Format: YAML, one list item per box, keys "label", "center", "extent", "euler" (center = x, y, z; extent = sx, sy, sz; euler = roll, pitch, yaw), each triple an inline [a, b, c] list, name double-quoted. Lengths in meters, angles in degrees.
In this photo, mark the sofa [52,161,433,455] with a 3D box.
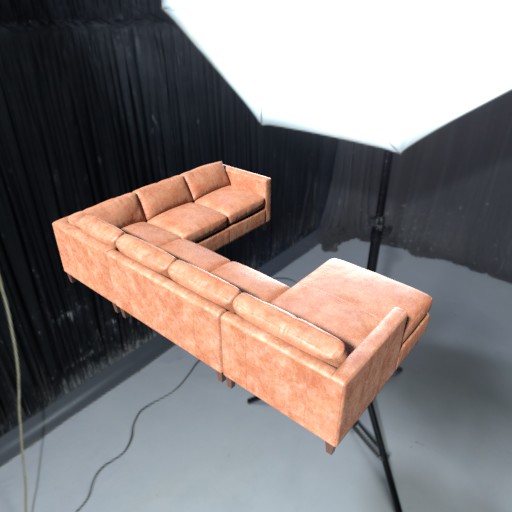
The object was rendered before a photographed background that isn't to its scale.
- label: "sofa"
  center: [0.000, 0.000, 4.517]
  extent: [3.401, 0.832, 2.430]
  euler: [23, 38, 33]
